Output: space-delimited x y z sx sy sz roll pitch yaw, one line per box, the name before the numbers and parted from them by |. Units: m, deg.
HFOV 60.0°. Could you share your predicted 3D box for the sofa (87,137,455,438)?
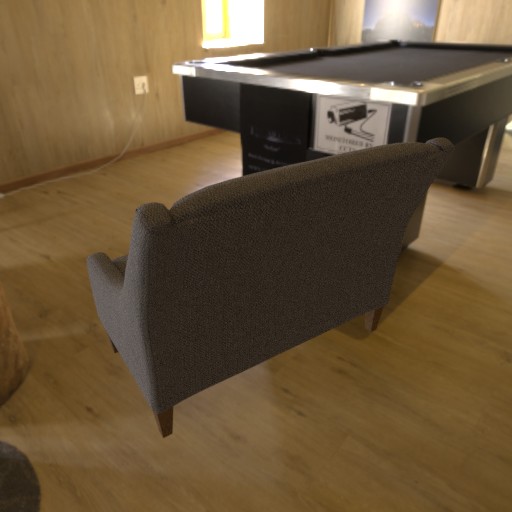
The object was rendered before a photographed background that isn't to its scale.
sofa | 0.000 0.000 1.899 1.242 1.022 0.873 -18 35 -29
